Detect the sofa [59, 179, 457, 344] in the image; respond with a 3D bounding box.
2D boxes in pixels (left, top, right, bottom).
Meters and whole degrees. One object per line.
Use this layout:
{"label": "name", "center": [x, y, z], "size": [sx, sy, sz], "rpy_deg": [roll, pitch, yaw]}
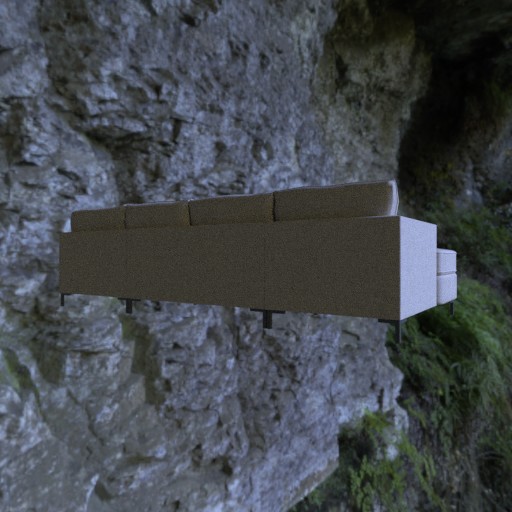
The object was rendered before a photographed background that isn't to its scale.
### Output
{"label": "sofa", "center": [0.000, 0.000, 4.273], "size": [3.423, 0.996, 2.021], "rpy_deg": [0, 0, 34]}
